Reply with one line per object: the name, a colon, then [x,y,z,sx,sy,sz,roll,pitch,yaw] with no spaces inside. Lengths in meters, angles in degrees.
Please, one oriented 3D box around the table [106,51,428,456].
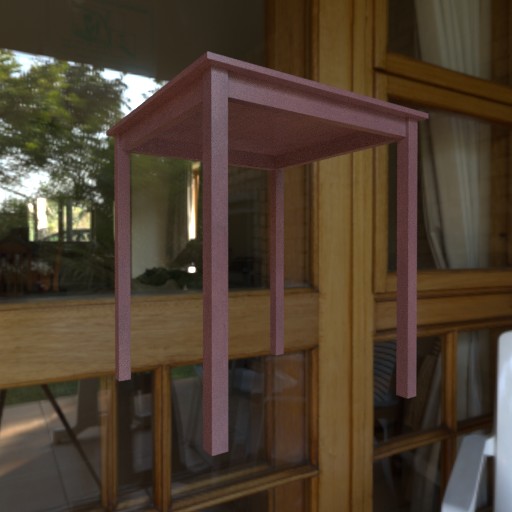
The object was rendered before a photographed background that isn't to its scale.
table: [0.000,0.000,1.659,0.861,0.991,0.861,-1,1,-34]
